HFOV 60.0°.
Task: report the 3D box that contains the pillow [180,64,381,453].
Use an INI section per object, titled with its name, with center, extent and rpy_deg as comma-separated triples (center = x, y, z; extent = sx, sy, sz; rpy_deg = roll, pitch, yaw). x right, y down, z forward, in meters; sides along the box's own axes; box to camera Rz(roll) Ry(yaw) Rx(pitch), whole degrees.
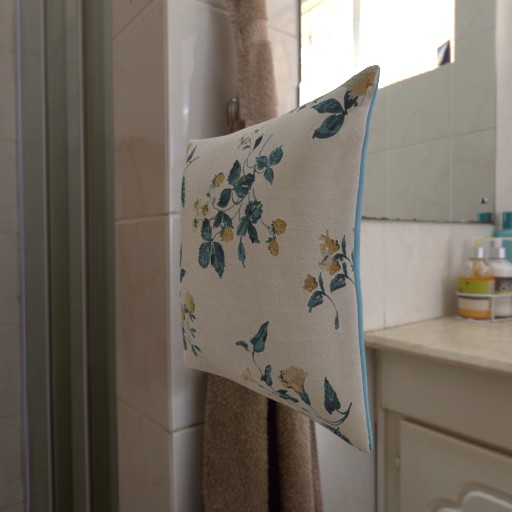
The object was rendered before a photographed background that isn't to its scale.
[pillow]
center = 0.000, 0.000, 0.786
extent = 0.166, 0.507, 0.526
rpy_deg = -1, 2, -36
